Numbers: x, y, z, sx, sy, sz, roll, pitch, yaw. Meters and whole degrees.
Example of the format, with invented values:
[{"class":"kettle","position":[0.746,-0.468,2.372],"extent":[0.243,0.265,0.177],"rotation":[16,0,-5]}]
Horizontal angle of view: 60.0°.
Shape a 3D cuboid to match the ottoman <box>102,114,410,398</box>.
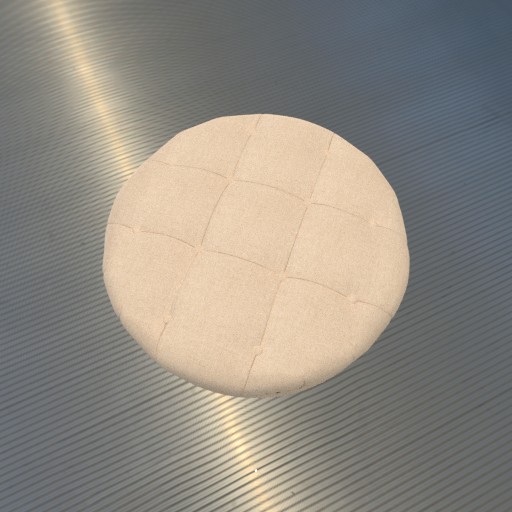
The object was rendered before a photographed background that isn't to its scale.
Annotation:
[{"class":"ottoman","position":[0.000,0.000,1.487],"extent":[0.940,0.483,0.940],"rotation":[0,64,0]}]
